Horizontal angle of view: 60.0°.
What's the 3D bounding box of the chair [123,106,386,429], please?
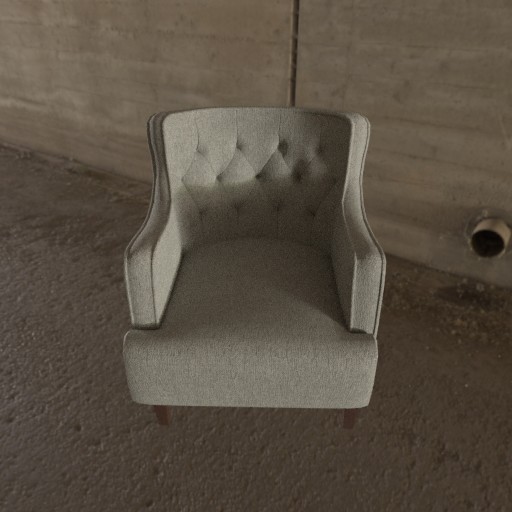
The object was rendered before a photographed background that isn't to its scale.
[{"bbox_3d":[0.000,0.000,1.616,0.820,0.920,0.910,1,31,1],"label":"chair"}]
